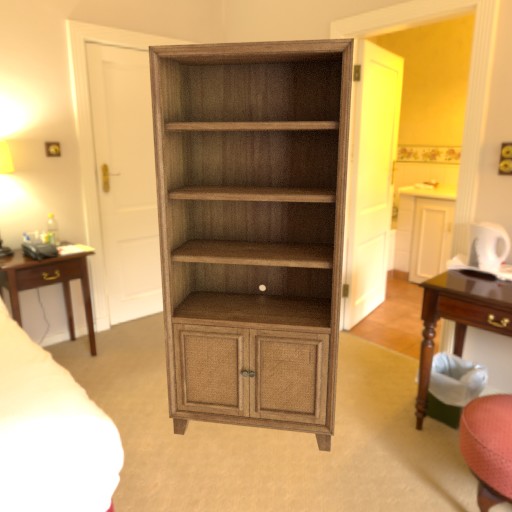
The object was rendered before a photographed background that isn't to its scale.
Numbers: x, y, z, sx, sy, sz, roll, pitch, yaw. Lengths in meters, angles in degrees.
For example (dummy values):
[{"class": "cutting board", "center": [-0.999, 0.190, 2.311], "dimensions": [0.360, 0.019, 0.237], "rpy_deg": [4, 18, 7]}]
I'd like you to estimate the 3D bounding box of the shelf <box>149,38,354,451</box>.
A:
[{"class": "shelf", "center": [0.000, 0.000, 2.273], "dimensions": [0.864, 1.930, 0.453], "rpy_deg": [2, 15, 9]}]
